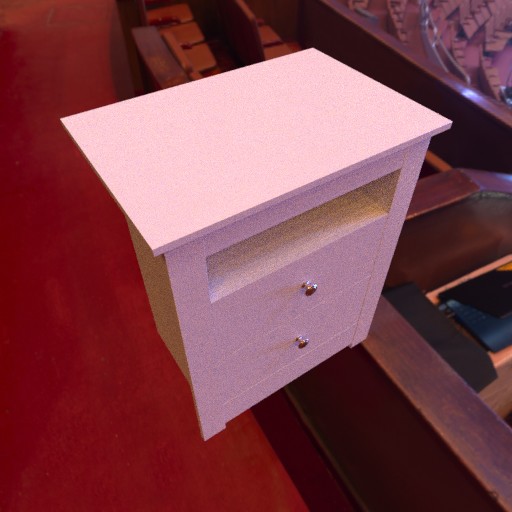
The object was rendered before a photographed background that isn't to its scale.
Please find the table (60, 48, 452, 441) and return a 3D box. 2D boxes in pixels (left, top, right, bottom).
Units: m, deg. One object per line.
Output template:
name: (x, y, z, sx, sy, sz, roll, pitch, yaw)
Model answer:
table: (0.000, 0.000, 1.062, 0.589, 0.711, 0.406, -26, 51, -22)
